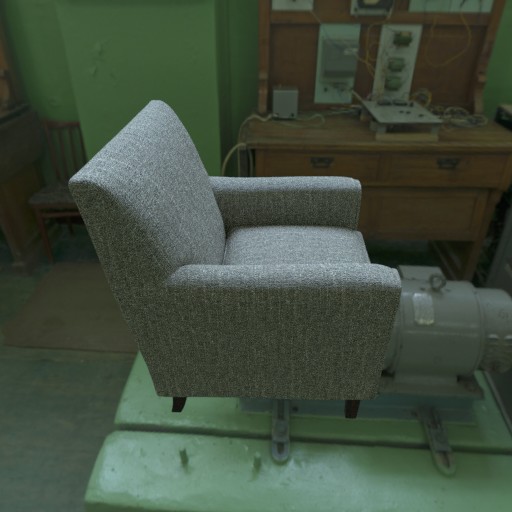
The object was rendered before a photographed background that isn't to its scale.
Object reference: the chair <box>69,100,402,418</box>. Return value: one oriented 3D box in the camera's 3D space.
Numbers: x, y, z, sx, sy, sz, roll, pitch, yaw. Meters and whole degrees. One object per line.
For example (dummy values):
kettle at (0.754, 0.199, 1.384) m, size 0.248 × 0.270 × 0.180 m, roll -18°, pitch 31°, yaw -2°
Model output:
chair at (0.000, 0.000, 1.638) m, size 0.873 × 0.928 × 0.864 m, roll 1°, pitch 32°, yaw 2°
